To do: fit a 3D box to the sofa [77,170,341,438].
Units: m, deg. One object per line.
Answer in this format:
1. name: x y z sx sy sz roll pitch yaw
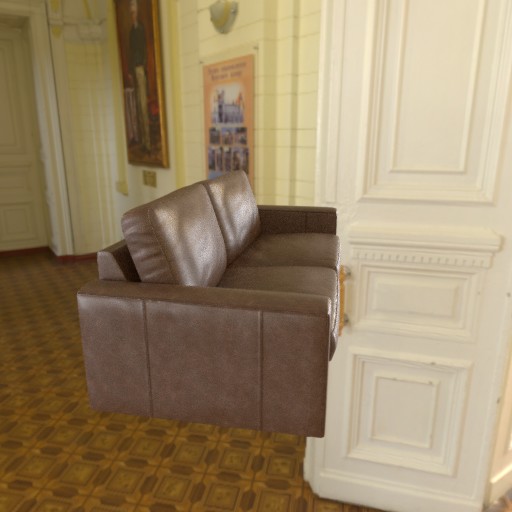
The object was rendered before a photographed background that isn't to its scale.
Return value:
1. sofa: 0.000 0.000 2.683 1.016 0.873 2.179 3 16 10
